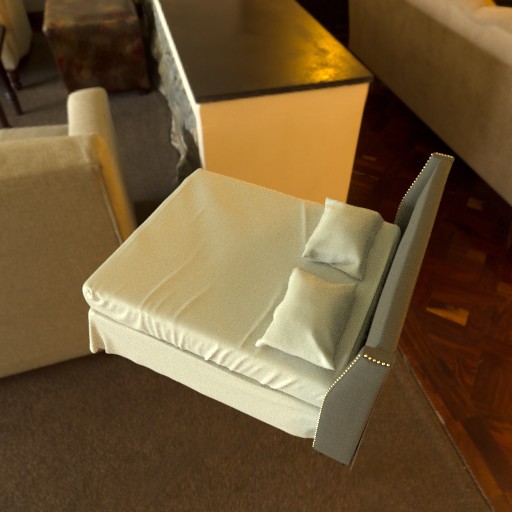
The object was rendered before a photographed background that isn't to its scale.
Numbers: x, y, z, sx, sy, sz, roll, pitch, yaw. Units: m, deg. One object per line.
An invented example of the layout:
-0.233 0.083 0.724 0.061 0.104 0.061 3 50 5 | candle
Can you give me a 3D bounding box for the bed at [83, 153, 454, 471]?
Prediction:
0.000 0.000 3.376 2.276 1.332 1.925 19 49 18 | bed
